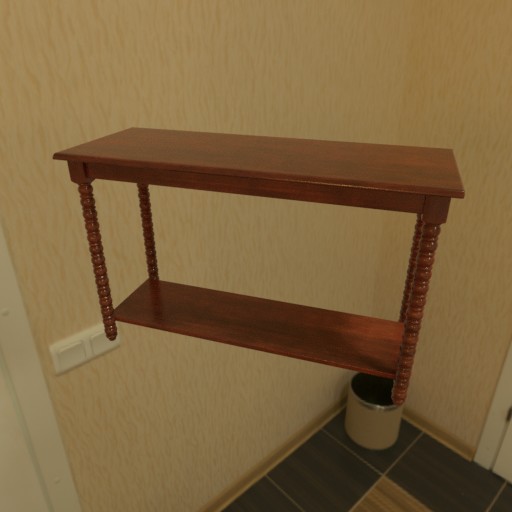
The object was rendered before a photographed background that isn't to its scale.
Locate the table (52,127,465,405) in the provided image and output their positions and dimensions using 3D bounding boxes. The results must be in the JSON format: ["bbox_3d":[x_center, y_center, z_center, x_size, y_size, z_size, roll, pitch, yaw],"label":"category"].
[{"bbox_3d":[0.000,0.000,1.559,1.184,0.740,0.459,8,28,16],"label":"table"}]
